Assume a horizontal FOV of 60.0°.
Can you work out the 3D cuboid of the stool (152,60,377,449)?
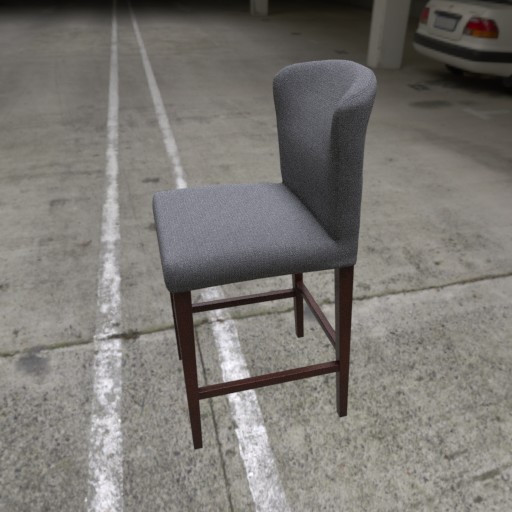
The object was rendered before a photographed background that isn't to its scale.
[{"bbox_3d":[0.000,0.000,1.346,0.568,1.069,0.486,-8,31,-13],"label":"stool"}]
